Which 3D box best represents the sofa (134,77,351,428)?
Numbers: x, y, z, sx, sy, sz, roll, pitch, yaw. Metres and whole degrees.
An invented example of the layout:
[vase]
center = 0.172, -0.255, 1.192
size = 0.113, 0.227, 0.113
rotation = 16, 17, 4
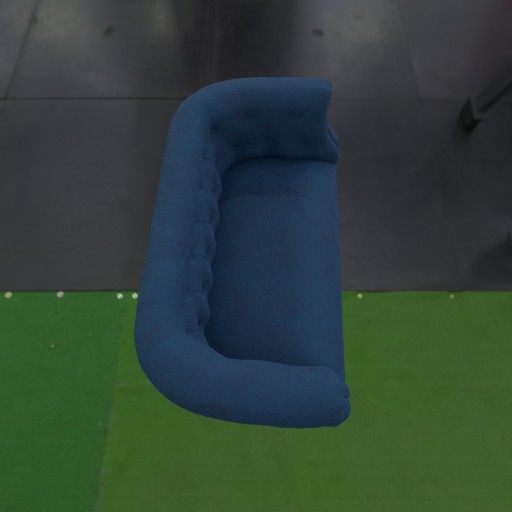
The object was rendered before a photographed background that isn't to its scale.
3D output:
[sofa]
center = 0.000, 0.000, 2.076
size = 0.835, 0.827, 1.558
rotation = 2, 63, 1
